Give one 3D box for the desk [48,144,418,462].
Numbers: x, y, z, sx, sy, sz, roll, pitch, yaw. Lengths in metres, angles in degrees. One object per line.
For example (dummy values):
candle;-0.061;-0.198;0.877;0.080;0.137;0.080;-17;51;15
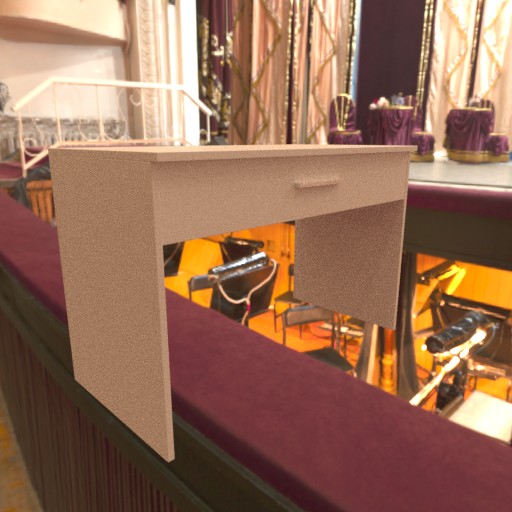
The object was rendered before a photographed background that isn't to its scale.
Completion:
desk;0.000;0.000;1.525;1.100;0.730;0.560;-14;20;-43
